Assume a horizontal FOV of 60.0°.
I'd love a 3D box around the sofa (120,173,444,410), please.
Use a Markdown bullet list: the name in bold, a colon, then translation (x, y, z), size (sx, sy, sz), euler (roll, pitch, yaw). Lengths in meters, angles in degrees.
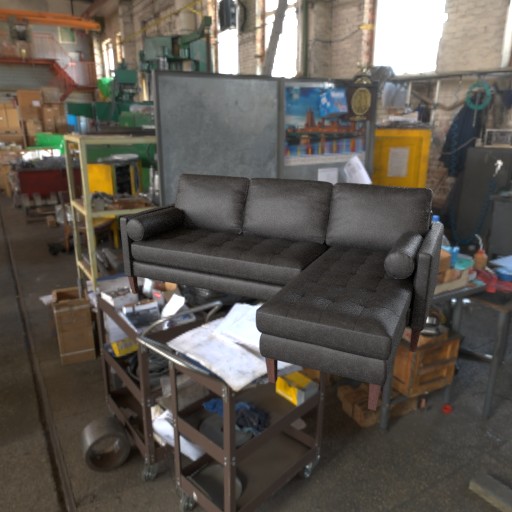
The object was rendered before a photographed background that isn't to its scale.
- **sofa**: translation (0.000, 0.000, 2.923), size (2.178, 0.876, 1.497), euler (8, 19, 25)
